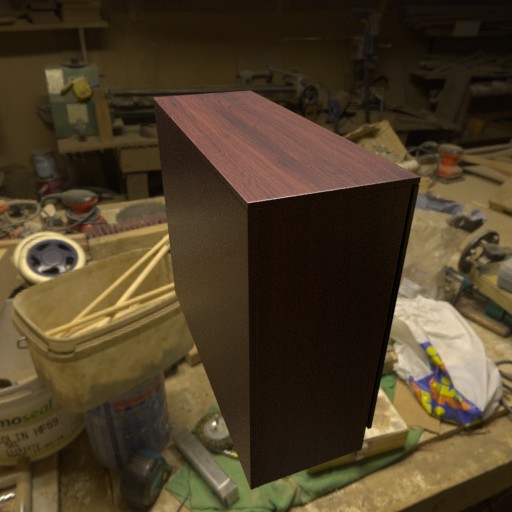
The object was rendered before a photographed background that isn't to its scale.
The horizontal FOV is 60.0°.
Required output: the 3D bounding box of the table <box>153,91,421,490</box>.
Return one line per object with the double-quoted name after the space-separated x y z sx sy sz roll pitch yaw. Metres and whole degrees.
0.000 0.000 1.355 0.380 0.790 0.930 -11 32 -18 "table"
